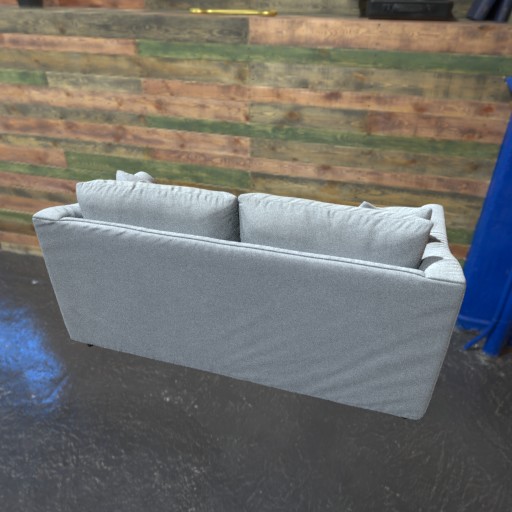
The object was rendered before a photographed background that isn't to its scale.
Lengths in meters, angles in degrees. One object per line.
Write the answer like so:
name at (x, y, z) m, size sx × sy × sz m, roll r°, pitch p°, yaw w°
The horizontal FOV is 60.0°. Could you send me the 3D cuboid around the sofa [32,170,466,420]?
sofa at (0.000, 0.000, 2.533) m, size 2.010 × 1.018 × 1.072 m, roll 9°, pitch 33°, yaw 14°
